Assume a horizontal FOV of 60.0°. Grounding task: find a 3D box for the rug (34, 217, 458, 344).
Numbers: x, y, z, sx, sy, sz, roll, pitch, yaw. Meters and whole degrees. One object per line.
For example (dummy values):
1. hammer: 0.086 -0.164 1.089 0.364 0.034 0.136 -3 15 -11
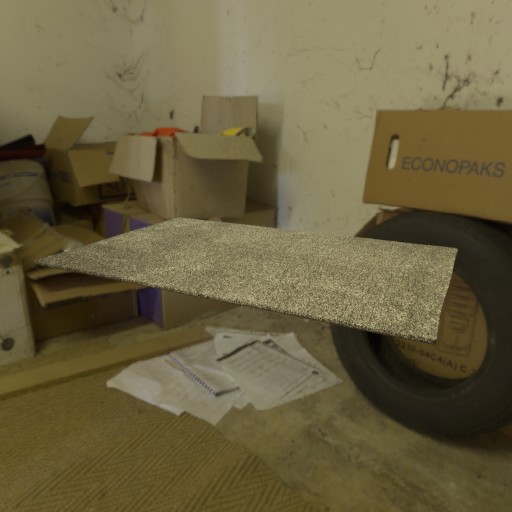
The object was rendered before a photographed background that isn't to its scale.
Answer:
1. rug: 0.000 0.000 2.901 2.352 0.025 1.501 8 19 26
